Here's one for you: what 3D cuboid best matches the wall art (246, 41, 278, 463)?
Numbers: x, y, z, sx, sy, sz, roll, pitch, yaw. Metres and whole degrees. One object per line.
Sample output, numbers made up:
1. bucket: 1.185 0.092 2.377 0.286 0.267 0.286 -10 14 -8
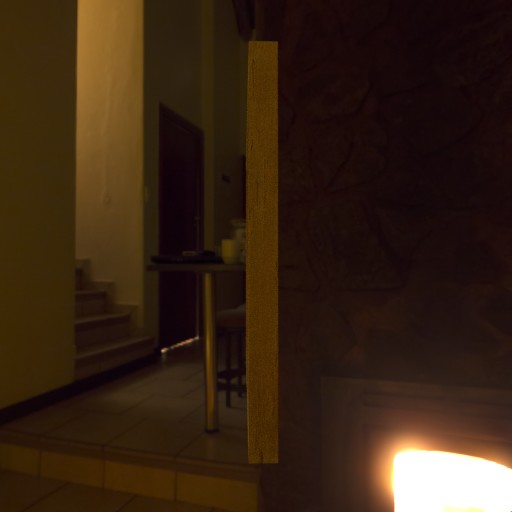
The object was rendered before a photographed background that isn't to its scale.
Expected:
1. wall art: 0.000 0.000 1.719 0.070 1.009 1.320 0 -1 -2
